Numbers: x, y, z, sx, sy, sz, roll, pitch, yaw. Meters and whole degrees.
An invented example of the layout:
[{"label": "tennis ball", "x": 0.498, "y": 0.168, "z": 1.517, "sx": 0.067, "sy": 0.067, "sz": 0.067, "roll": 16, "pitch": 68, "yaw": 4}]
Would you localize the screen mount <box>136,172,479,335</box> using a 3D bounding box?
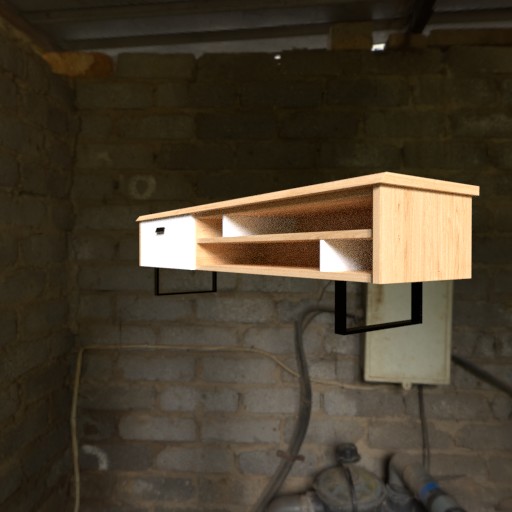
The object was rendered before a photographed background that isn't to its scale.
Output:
[{"label": "screen mount", "x": 0.000, "y": 0.000, "z": 1.902, "sx": 0.450, "sy": 0.430, "sz": 1.700, "roll": 0, "pitch": 1, "yaw": -35}]
